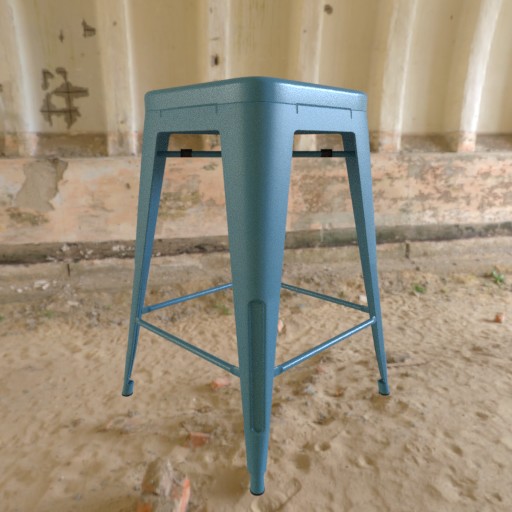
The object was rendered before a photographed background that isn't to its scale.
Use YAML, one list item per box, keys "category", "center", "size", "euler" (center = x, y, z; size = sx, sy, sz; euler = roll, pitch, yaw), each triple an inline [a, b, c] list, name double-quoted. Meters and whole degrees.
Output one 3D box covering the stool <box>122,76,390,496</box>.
- category: "stool"
  center: [0.000, 0.000, 0.871]
  size: [0.410, 0.608, 0.410]
  euler: [14, 19, 43]
